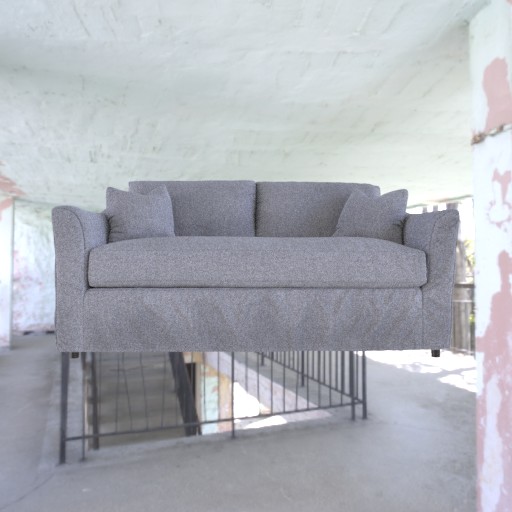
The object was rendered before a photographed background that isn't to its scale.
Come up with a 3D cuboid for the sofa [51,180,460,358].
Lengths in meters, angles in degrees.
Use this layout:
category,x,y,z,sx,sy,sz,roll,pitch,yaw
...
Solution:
category,x,y,z,sx,sy,sz,roll,pitch,yaw
sofa,0.000,0.000,2.644,2.010,1.018,1.072,0,-2,-1
